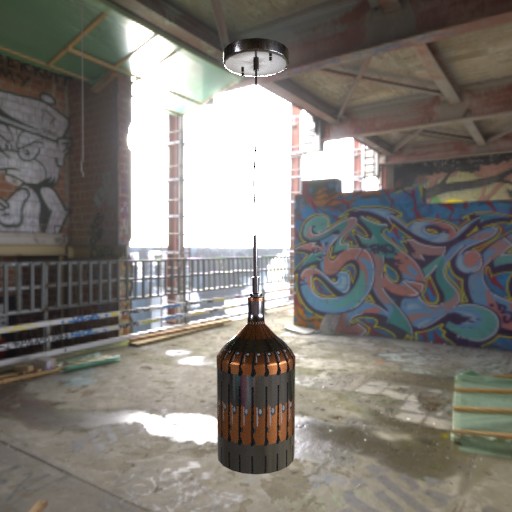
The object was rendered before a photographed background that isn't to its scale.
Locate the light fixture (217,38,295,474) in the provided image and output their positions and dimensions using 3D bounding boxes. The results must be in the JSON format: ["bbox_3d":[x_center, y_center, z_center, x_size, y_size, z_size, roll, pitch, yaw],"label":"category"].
[{"bbox_3d":[0.000,0.000,1.697,0.303,1.535,0.303,0,1,0],"label":"light fixture"}]
